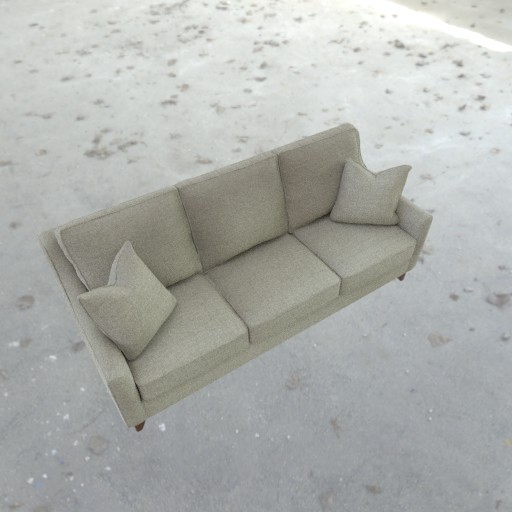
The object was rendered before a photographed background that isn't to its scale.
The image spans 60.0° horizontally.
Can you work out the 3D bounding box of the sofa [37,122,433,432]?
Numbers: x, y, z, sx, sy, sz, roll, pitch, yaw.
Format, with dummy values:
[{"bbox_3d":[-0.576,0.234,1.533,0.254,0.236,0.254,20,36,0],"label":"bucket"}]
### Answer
[{"bbox_3d":[0.000,0.000,2.548,2.031,0.914,0.865,-25,50,-23],"label":"sofa"}]
